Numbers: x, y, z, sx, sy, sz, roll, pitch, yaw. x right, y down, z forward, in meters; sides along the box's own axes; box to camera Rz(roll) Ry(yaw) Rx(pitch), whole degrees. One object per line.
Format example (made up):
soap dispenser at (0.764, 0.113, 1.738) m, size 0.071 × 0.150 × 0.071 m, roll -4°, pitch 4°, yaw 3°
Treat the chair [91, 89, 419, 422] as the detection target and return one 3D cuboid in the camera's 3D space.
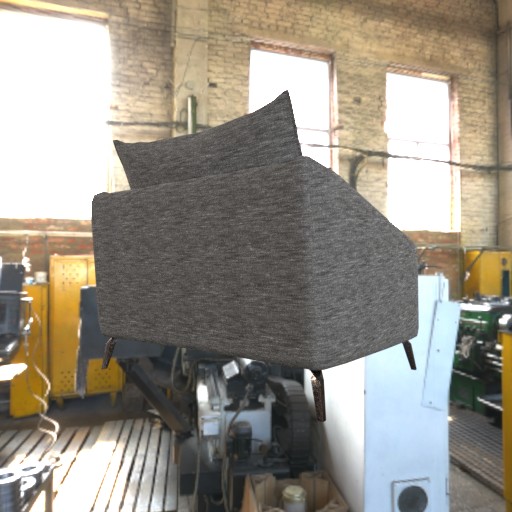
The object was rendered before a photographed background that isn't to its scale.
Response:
chair at (0.000, 0.000, 1.658) m, size 1.004 × 0.842 × 0.805 m, roll -1°, pitch -2°, yaw 38°
